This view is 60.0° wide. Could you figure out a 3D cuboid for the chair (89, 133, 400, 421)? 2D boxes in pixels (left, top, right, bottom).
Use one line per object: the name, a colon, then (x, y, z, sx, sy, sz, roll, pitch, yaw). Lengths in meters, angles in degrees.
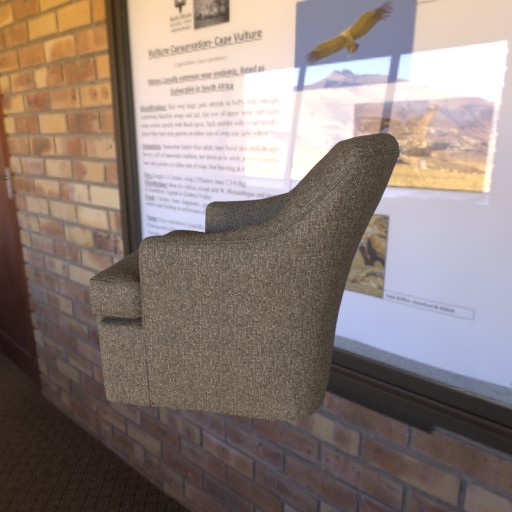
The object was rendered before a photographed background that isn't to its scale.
chair: (0.000, 0.000, 1.606, 0.923, 0.856, 0.864, 2, 15, 8)
